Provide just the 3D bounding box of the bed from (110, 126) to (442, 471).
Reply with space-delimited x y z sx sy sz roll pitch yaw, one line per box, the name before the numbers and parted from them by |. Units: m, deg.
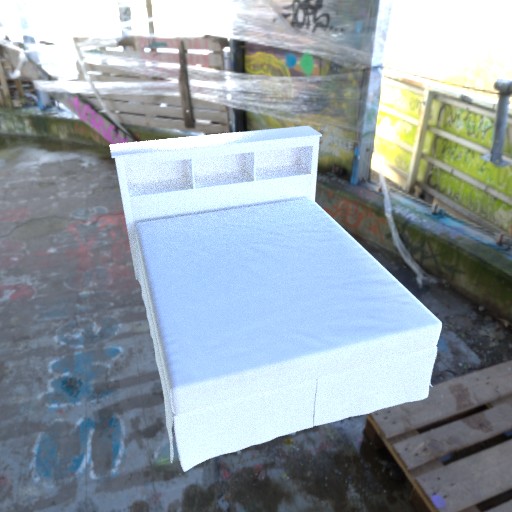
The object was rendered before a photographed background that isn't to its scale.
bed | 0.000 0.000 3.072 1.671 1.092 2.133 -10 33 -16
